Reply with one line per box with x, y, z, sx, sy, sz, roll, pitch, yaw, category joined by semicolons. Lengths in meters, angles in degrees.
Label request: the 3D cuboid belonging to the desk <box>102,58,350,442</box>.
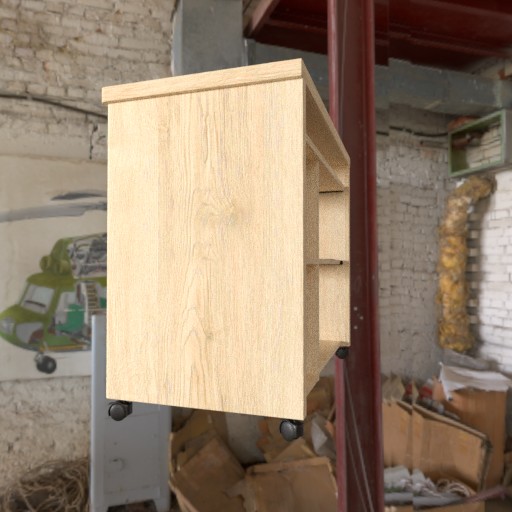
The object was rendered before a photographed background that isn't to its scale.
0.000;0.000;1.369;0.480;0.770;0.885;0;-1;18;desk
